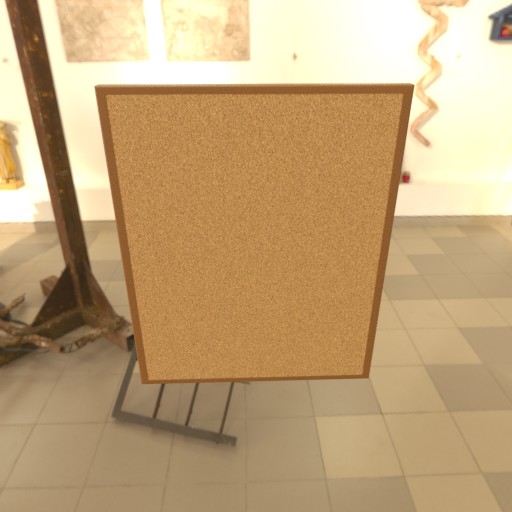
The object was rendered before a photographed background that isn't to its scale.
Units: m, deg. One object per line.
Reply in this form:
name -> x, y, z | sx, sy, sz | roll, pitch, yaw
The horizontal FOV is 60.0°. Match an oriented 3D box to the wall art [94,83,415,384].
wall art -> 0.000, 0.000, 0.521 | 0.310, 0.379, 0.015 | -1, 28, -2
